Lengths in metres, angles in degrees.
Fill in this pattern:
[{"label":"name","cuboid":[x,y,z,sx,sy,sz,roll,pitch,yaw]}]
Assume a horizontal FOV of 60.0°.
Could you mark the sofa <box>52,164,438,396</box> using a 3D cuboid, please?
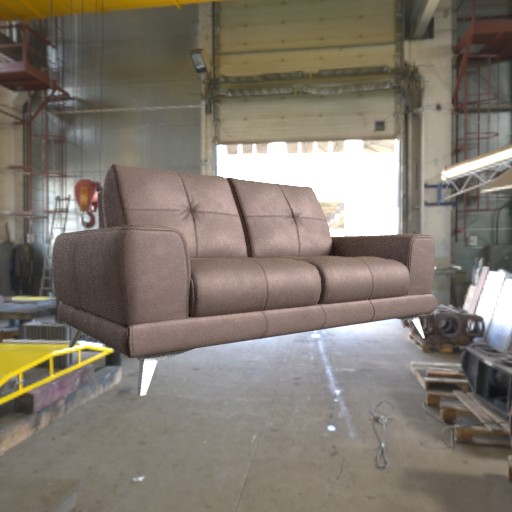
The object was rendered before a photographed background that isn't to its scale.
[{"label":"sofa","cuboid":[0.000,0.000,2.315,1.806,0.907,1.018,-1,1,-36]}]
